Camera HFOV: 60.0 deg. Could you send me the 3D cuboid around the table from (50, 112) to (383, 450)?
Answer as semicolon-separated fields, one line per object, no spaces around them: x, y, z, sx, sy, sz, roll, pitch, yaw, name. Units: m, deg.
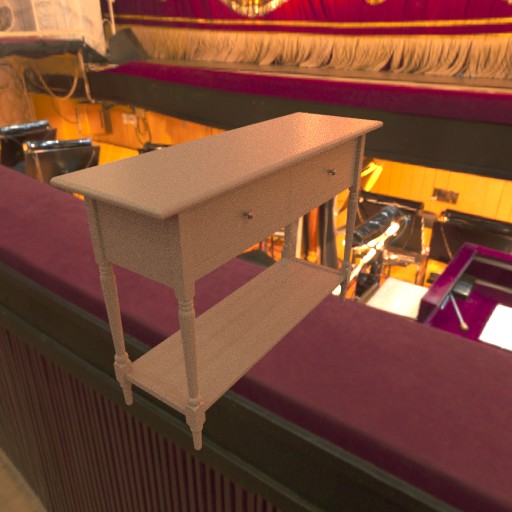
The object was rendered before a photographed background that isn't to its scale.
0.000;0.000;1.595;0.384;0.808;1.197;18;32;31;table
